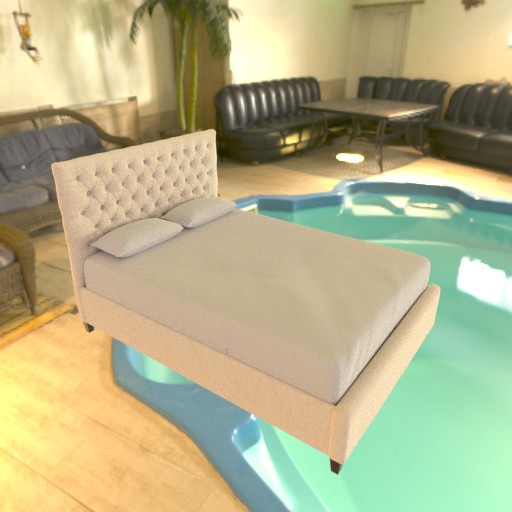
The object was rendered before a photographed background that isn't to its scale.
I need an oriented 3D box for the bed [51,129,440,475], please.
[{"bbox_3d":[0.000,0.000,3.377,2.387,1.427,1.698,18,31,32],"label":"bed"}]
